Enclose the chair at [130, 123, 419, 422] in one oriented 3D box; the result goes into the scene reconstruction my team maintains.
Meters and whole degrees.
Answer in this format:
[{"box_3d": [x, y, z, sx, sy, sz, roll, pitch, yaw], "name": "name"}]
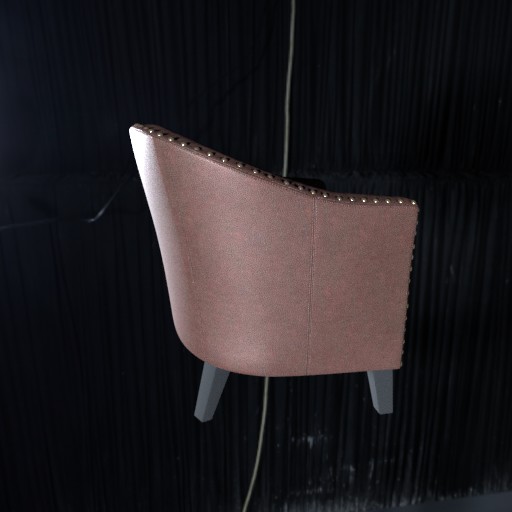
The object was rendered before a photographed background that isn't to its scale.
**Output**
[{"box_3d": [0.000, 0.000, 1.460, 0.748, 0.823, 0.794, -3, 14, -10], "name": "chair"}]
